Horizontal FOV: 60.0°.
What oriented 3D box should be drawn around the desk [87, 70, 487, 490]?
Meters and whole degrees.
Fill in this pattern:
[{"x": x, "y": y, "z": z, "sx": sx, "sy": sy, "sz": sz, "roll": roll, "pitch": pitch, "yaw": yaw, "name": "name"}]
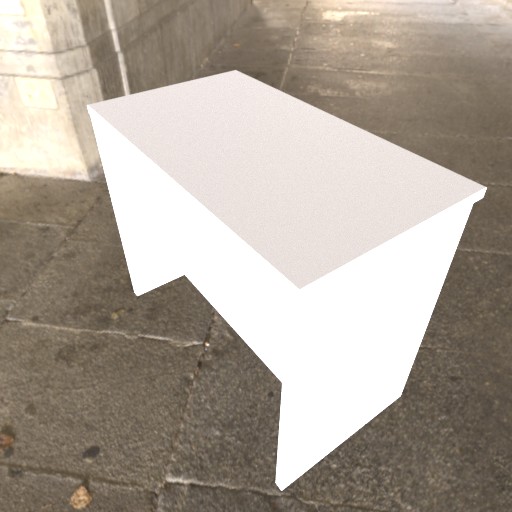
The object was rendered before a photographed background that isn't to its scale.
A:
[{"x": 0.000, "y": 0.000, "z": 1.296, "sx": 0.498, "sy": 0.729, "sz": 0.900, "roll": -25, "pitch": 46, "yaw": -27, "name": "desk"}]
